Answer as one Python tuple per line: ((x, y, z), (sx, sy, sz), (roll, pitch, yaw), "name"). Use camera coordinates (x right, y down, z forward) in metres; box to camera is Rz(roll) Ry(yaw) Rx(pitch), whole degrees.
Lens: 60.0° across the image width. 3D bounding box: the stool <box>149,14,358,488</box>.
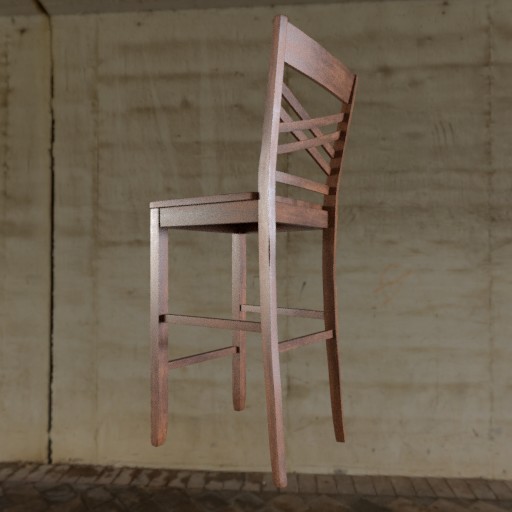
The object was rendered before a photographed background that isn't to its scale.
((0.000, 0.000, 1.315), (0.487, 1.105, 0.433), (-1, -1, 36), "stool")
